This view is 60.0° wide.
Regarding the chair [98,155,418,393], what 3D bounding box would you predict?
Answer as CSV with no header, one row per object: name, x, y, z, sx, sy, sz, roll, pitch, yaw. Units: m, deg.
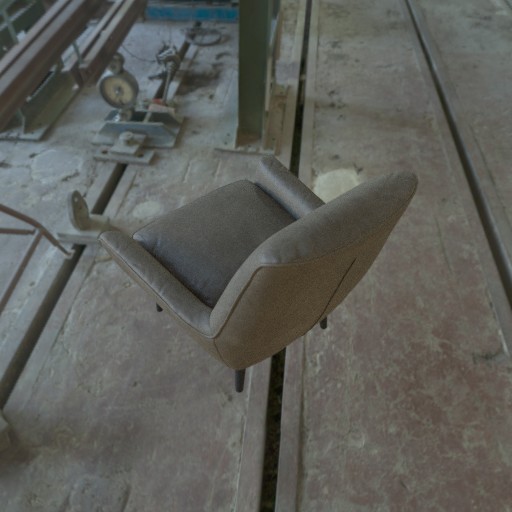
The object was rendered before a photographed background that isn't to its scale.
chair,0.000,0.000,1.523,0.787,0.888,0.824,-31,54,-25
